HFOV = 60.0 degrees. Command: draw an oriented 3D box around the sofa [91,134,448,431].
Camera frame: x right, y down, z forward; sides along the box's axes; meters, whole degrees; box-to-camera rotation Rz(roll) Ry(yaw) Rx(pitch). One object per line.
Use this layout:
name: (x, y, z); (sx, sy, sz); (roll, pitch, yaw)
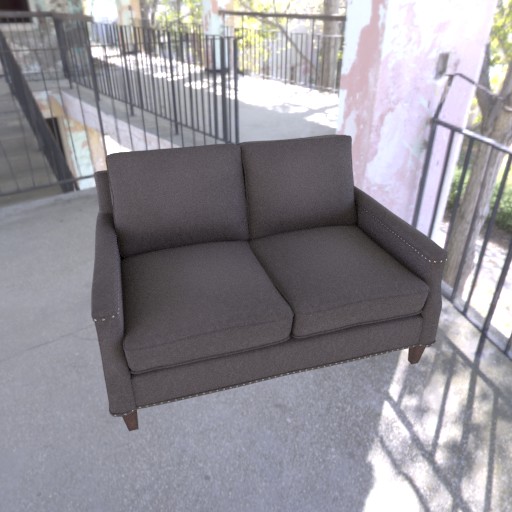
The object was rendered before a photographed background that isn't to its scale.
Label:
sofa: (0.000, 0.000, 2.302); (1.597, 1.003, 1.084); (-9, 31, -14)
